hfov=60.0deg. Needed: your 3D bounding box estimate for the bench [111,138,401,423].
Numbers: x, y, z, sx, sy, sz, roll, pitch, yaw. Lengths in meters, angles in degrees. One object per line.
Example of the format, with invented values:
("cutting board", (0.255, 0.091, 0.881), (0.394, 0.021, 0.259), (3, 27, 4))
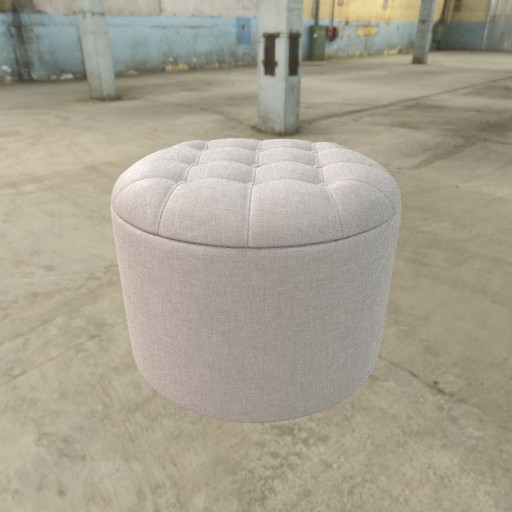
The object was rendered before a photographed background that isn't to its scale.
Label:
("bench", (0.000, 0.000, 1.014), (0.600, 0.453, 0.600), (0, 26, 0))
